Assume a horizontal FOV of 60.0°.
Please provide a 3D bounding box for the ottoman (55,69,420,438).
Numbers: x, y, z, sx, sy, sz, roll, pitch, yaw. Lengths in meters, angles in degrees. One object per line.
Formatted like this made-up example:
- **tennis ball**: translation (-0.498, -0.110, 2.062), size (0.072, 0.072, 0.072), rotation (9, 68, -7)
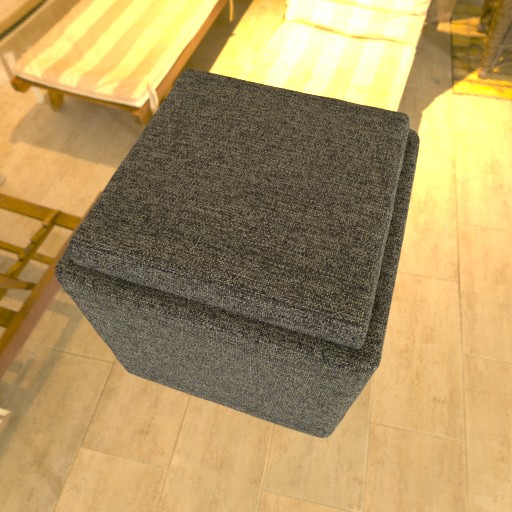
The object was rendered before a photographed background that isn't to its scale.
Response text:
- **ottoman**: translation (0.000, 0.000, 0.812), size (0.450, 0.463, 0.450), rotation (15, 59, 10)
